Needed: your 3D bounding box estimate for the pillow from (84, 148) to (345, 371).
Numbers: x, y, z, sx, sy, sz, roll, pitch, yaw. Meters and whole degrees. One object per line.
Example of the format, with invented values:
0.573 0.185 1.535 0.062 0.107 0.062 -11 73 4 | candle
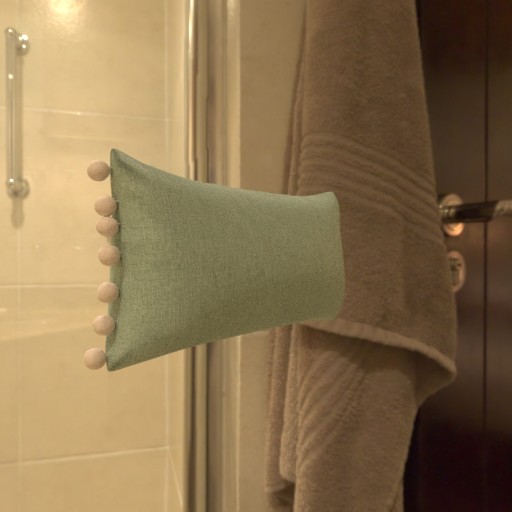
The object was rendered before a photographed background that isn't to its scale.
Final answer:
0.000 0.000 0.856 0.201 0.322 0.709 0 0 37 | pillow
